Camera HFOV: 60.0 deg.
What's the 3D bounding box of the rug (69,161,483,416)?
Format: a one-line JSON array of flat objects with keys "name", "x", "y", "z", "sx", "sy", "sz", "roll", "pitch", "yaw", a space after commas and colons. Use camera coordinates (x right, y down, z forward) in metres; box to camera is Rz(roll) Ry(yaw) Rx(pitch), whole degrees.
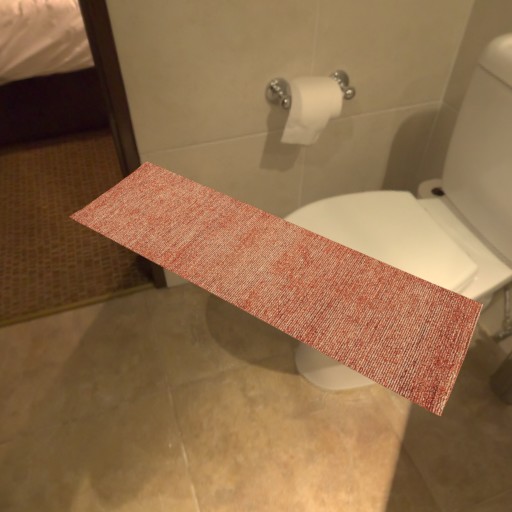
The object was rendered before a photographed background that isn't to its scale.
[{"name": "rug", "x": 0.000, "y": 0.000, "z": 2.529, "sx": 2.353, "sy": 0.013, "sz": 0.718, "roll": 25, "pitch": 51, "yaw": 23}]
